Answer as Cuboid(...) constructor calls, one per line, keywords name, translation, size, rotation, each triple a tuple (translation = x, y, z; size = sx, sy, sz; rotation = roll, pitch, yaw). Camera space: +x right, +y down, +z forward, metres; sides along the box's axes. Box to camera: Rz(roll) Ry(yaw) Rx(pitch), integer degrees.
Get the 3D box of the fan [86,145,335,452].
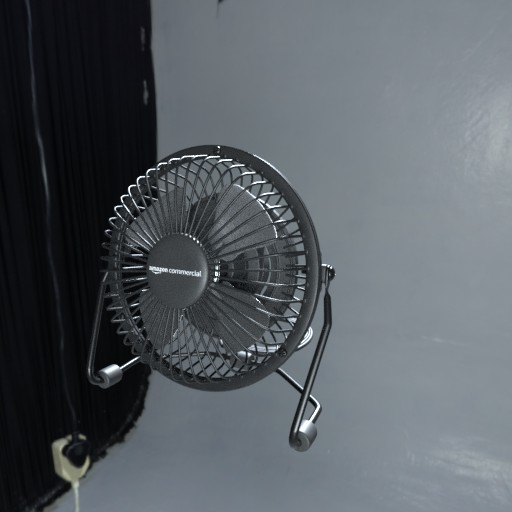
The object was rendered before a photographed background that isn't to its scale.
Cuboid(name="fan", translation=(0.000, 0.000, 0.310), size=(0.153, 0.152, 0.202), rotation=(7, 16, 25))
